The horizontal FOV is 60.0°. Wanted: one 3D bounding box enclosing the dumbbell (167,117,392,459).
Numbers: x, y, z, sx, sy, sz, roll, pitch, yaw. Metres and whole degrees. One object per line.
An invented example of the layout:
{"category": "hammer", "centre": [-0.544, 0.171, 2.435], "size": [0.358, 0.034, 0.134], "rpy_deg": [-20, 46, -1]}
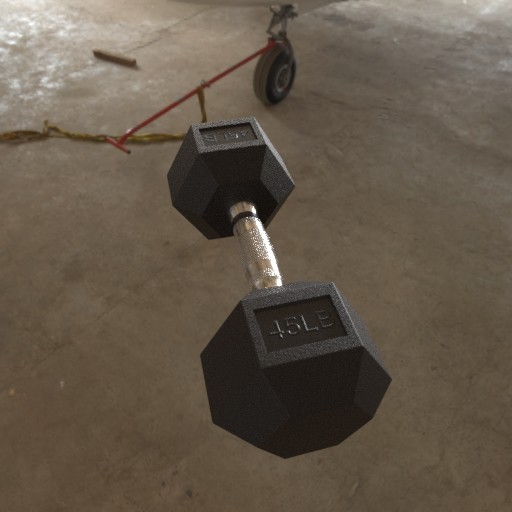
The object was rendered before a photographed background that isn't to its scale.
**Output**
{"category": "dumbbell", "centre": [0.000, 0.000, 0.433], "size": [0.141, 0.123, 0.356], "rpy_deg": [-10, 48, -10]}
